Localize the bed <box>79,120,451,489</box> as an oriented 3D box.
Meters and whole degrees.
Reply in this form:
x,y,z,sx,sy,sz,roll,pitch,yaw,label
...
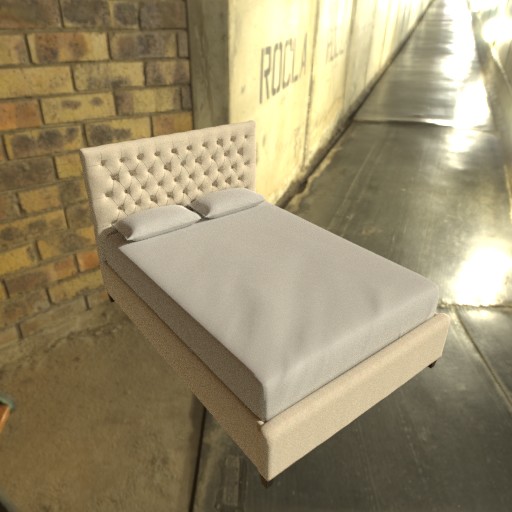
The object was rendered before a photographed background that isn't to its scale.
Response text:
x,y,z,sx,sy,sz,roll,pitch,yaw,label
0.000,0.000,3.383,1.698,1.427,2.387,-20,35,-32,bed
